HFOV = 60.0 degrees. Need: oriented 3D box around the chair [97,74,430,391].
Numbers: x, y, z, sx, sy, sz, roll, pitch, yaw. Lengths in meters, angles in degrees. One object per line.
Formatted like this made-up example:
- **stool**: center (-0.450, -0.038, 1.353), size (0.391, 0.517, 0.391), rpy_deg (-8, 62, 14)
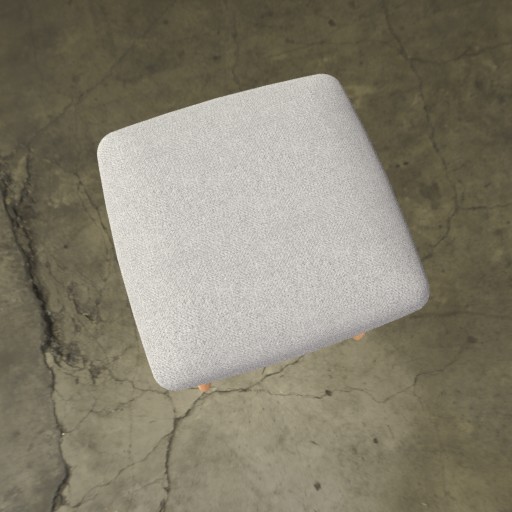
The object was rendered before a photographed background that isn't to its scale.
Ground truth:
- **chair**: center (0.000, 0.000, 0.717), size (0.350, 0.440, 0.350), rpy_deg (-17, 75, -5)
